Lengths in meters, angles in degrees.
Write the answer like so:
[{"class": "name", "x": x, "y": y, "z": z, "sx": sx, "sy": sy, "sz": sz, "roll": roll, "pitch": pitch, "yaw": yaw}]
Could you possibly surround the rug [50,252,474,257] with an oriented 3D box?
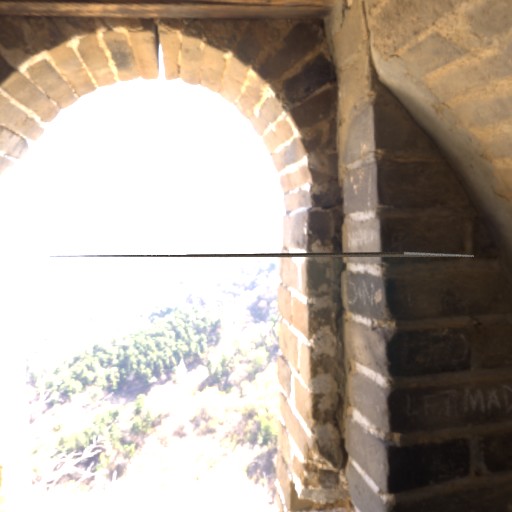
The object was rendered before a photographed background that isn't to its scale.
[{"class": "rug", "x": 0.000, "y": 0.000, "z": 2.987, "sx": 2.430, "sy": 0.010, "sz": 1.515, "roll": 0, "pitch": -1, "yaw": 35}]
